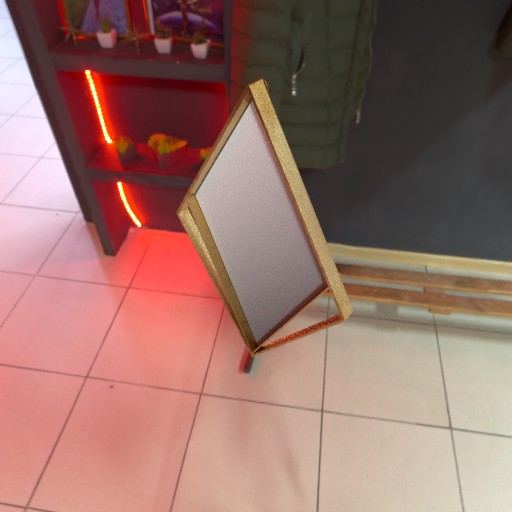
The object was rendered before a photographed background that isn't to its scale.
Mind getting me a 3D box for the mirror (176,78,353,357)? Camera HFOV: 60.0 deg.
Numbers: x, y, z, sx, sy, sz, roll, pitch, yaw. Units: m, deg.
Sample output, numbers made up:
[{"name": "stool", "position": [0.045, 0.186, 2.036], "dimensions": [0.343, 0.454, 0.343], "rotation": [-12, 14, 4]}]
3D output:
[{"name": "mirror", "position": [0.000, 0.000, 0.843], "dimensions": [0.419, 0.679, 0.032], "rotation": [32, 54, 27]}]
